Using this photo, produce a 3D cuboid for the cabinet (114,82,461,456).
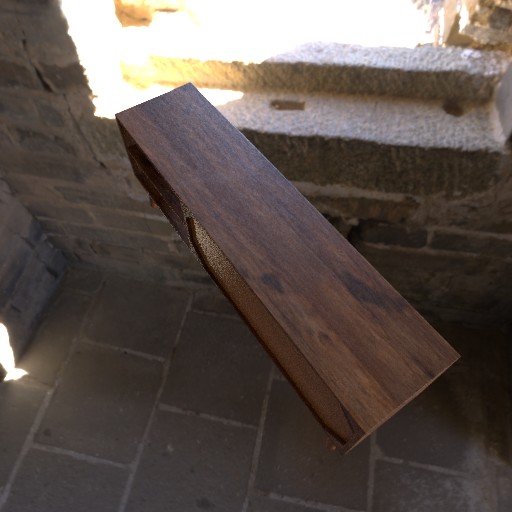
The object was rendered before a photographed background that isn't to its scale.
[{"bbox_3d":[0.000,0.000,1.695,0.349,0.528,1.448,-30,62,-18],"label":"cabinet"}]
